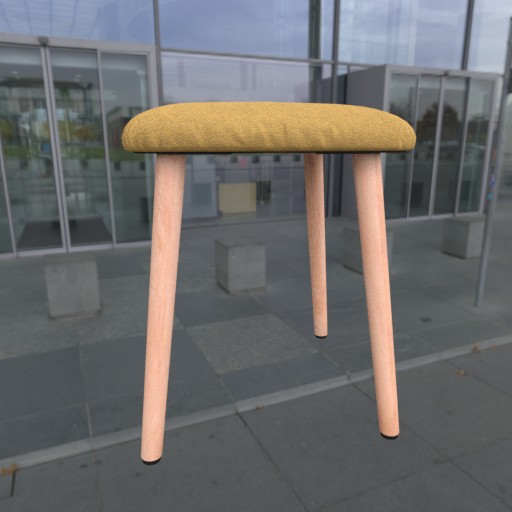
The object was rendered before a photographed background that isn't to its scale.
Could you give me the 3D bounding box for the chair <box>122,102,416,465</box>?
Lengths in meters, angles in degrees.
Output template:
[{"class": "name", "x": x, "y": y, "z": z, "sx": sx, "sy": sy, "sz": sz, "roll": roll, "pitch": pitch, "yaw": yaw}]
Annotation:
[{"class": "chair", "x": 0.000, "y": 0.000, "z": 0.682, "sx": 0.350, "sy": 0.440, "sz": 0.350, "roll": -2, "pitch": 15, "yaw": -9}]
